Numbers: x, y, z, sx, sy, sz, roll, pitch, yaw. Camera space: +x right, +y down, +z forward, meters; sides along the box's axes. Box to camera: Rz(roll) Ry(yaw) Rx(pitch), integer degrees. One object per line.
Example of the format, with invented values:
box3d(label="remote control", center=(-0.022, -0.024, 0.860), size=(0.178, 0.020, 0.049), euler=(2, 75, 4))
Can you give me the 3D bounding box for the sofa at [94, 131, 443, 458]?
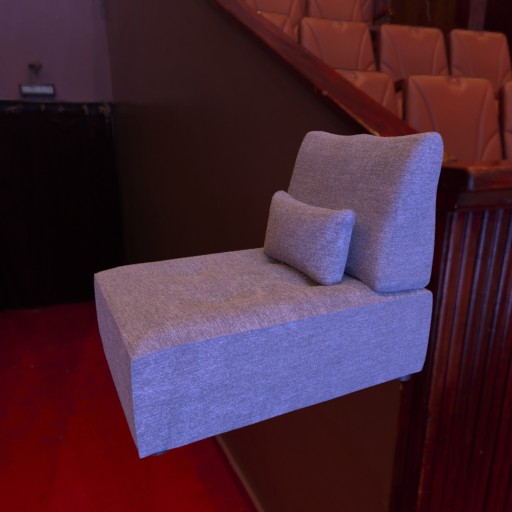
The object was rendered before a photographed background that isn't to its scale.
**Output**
box3d(label="sofa", center=(0.000, 0.000, 1.519), size=(1.000, 0.820, 0.700), euler=(-8, 18, -25))
